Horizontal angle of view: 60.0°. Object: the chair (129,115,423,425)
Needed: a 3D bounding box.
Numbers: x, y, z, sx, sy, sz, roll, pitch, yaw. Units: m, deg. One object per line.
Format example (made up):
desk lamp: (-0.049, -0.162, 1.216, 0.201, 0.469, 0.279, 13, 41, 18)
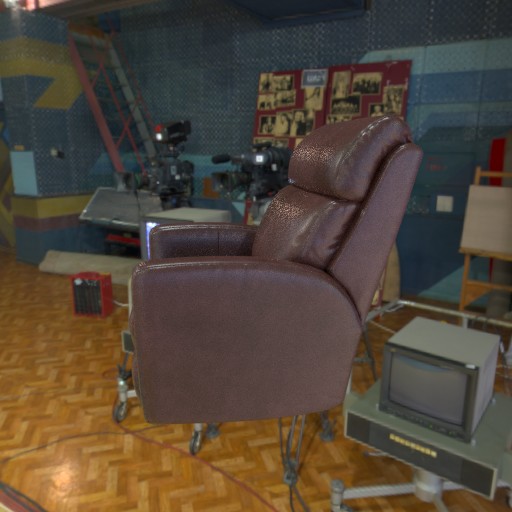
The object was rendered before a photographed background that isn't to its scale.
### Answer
chair: (0.000, 0.000, 1.717, 0.939, 1.016, 0.787, -2, 14, -9)
